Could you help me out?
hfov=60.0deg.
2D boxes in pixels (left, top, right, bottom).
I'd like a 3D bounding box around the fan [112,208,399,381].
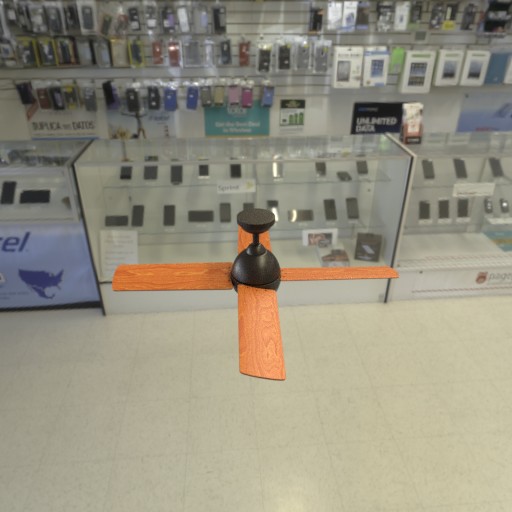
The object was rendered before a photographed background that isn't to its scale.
[{"bbox_3d":[0.000,0.000,2.042,1.332,0.403,1.332,-1,30,-2],"label":"fan"}]
